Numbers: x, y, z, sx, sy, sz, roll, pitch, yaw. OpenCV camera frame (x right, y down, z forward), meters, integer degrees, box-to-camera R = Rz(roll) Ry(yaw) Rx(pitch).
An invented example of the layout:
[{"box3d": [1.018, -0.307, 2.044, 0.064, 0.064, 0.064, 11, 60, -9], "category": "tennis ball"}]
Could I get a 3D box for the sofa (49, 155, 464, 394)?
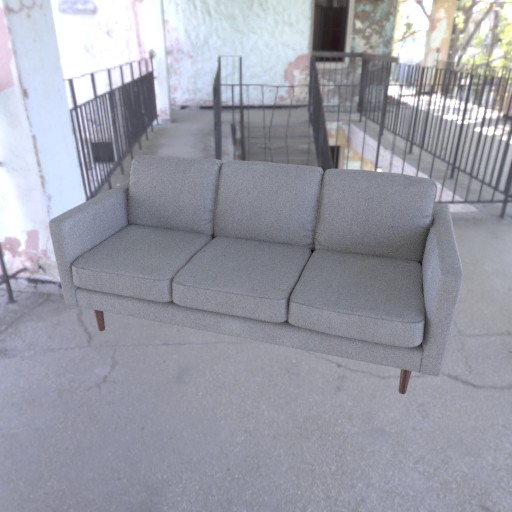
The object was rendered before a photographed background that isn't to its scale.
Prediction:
[{"box3d": [0.000, 0.000, 2.470, 1.983, 0.918, 0.944, 8, 27, 16], "category": "sofa"}]
